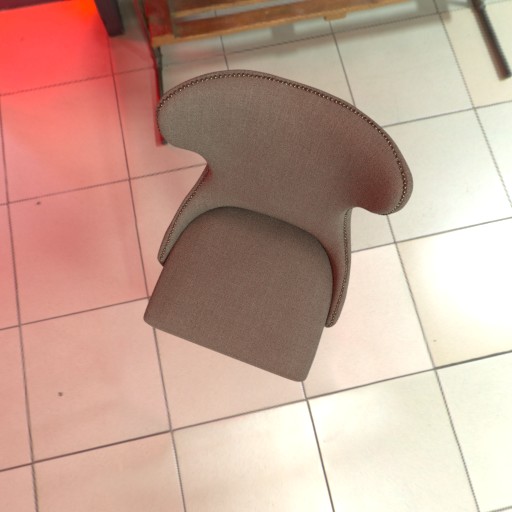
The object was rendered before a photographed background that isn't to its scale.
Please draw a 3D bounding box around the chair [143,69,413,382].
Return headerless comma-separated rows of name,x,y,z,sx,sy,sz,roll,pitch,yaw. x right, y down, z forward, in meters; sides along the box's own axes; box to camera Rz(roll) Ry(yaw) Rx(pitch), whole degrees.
chair,0.000,0.000,1.390,0.628,0.967,0.635,20,77,5
